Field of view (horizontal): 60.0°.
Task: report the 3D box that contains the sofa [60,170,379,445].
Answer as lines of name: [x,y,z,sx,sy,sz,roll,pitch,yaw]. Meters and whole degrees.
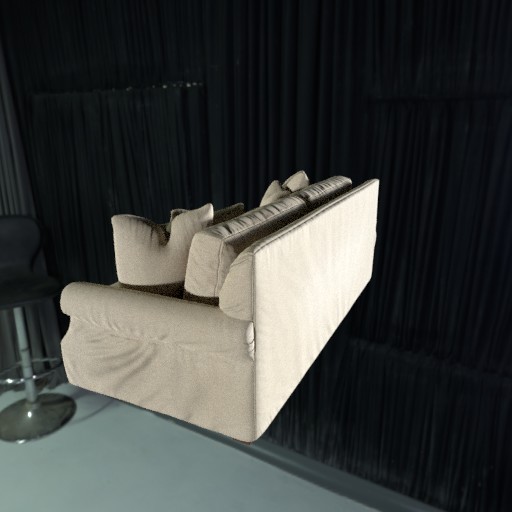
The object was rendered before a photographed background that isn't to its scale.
sofa: [0.000,0.000,2.749,1.067,0.904,2.285,8,19,25]
